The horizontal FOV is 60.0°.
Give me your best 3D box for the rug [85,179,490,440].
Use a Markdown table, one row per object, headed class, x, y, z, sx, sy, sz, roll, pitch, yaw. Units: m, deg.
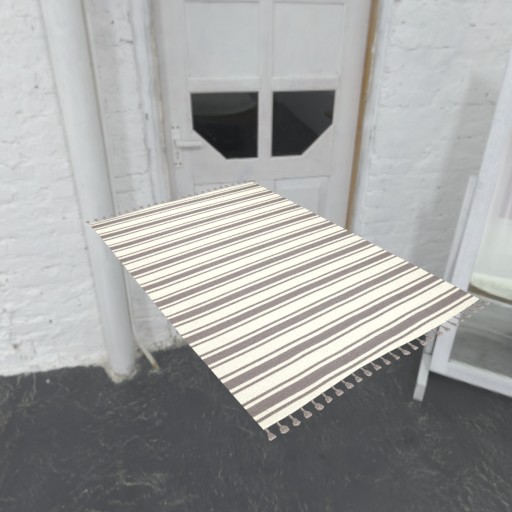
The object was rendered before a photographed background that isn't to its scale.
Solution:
| class | x | y | z | sx | sy | sz | roll | pitch | yaw |
| --- | --- | --- | --- | --- | --- | --- | --- | --- | --- |
| rug | 0.000 | 0.000 | 2.974 | 1.563 | 0.014 | 2.425 | -20 | 36 | -30 |
